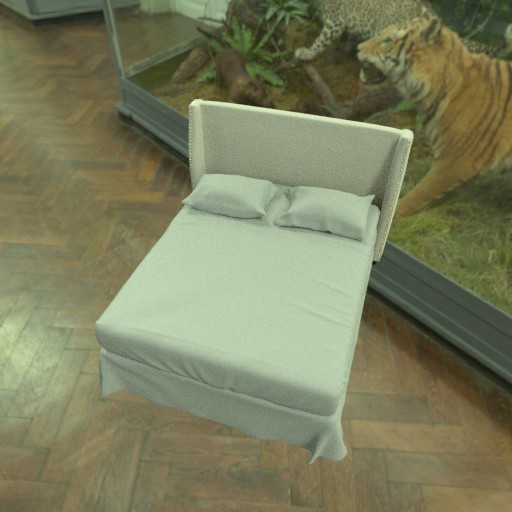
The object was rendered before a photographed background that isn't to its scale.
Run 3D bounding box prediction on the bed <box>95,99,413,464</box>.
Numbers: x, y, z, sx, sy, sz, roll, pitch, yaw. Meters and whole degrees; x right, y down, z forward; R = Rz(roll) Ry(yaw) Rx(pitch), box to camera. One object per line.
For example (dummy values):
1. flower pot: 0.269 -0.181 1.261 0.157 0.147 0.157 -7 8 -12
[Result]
1. bed: 0.000 0.000 3.410 1.925 1.332 2.276 13 45 13
